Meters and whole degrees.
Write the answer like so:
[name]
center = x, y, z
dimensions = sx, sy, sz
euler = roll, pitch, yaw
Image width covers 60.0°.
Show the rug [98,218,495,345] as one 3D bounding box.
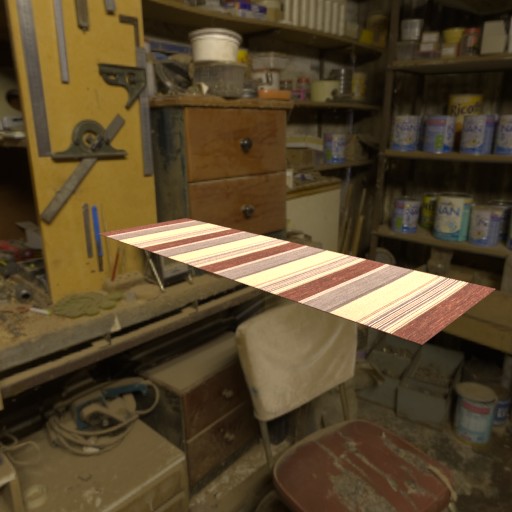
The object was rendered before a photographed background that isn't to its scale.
[rug]
center = 0.000, 0.000, 2.671
dimensions = 2.437, 0.006, 0.792
euler = 15, 22, 42
